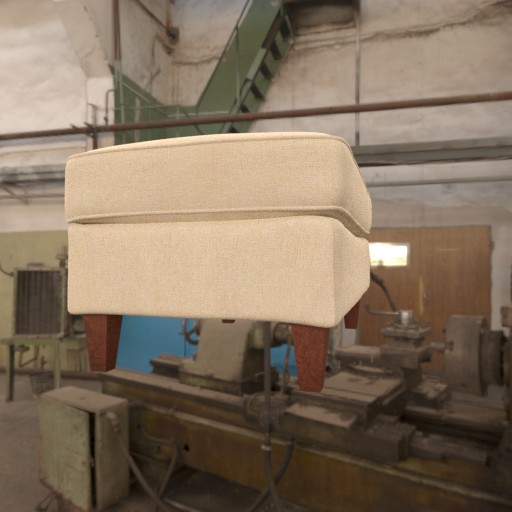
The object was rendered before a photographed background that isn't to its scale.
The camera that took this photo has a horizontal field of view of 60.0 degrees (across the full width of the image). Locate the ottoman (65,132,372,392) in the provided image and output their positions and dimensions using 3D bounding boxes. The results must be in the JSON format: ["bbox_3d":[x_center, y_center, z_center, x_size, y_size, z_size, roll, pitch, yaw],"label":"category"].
[{"bbox_3d":[0.000,0.000,1.218,0.583,0.484,0.862,0,0,18],"label":"ottoman"}]
